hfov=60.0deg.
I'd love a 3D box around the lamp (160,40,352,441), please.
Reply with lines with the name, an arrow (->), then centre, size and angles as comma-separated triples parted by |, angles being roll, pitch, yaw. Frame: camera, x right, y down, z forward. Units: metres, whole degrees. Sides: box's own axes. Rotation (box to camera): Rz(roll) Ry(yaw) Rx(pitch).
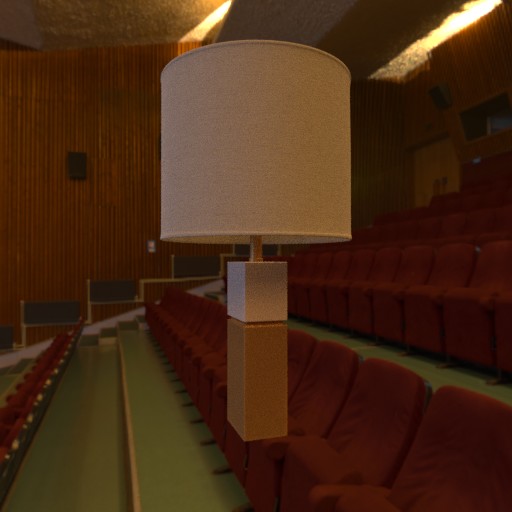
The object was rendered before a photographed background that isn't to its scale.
lamp -> 0.000, 0.000, 0.542 | 0.229, 0.417, 0.229 | 0, -1, -19
